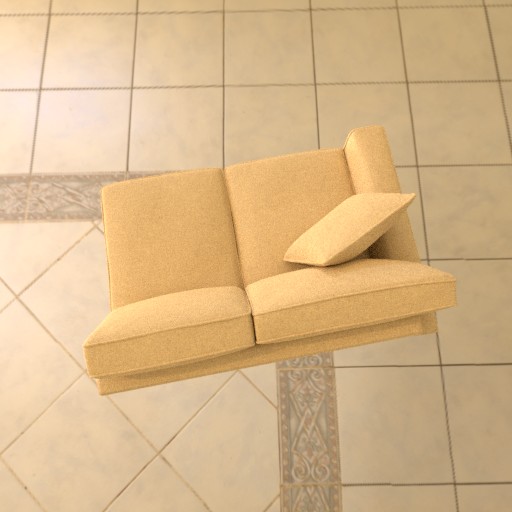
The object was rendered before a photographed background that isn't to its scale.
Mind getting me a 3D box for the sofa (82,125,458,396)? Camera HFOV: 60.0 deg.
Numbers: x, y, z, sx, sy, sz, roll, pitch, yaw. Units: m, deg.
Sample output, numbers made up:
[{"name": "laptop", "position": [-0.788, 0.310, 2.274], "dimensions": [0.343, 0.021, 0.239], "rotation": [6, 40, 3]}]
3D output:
[{"name": "sofa", "position": [0.000, 0.000, 2.065], "dimensions": [1.388, 0.989, 0.991], "rotation": [-10, 76, -3]}]
